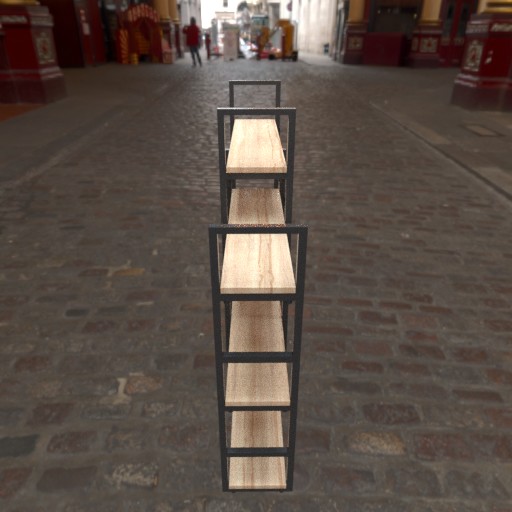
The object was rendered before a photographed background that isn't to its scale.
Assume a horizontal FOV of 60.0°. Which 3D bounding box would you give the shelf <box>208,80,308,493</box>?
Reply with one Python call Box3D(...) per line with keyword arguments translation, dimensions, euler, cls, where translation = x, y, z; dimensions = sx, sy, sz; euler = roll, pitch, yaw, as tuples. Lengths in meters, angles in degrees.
Box3D(translation=(0.000, 0.000, 1.369), dimensions=(0.183, 0.921, 0.946), euler=(0, 27, 0), cls="shelf")
